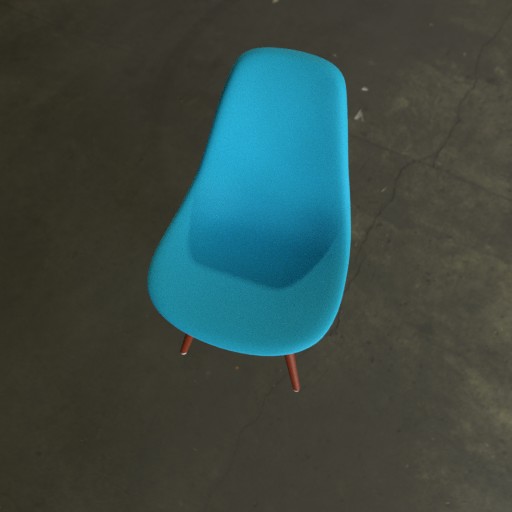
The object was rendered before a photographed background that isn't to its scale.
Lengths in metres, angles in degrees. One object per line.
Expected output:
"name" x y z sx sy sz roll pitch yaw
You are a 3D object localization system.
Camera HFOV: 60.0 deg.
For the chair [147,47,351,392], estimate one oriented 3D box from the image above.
"chair" 0.000 0.000 1.148 0.470 0.826 0.533 15 59 10
